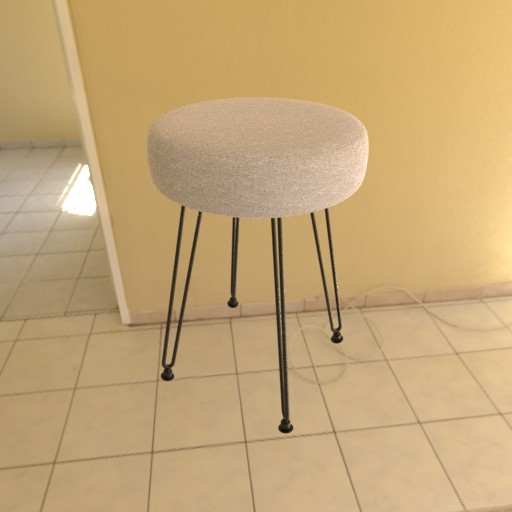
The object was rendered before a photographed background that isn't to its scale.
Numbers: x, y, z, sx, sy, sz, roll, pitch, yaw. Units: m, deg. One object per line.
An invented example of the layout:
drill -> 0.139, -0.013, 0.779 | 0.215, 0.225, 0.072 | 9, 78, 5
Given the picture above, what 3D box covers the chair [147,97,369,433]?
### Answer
chair -> 0.000, 0.000, 0.707 | 0.350, 0.440, 0.350 | -9, 33, -14
